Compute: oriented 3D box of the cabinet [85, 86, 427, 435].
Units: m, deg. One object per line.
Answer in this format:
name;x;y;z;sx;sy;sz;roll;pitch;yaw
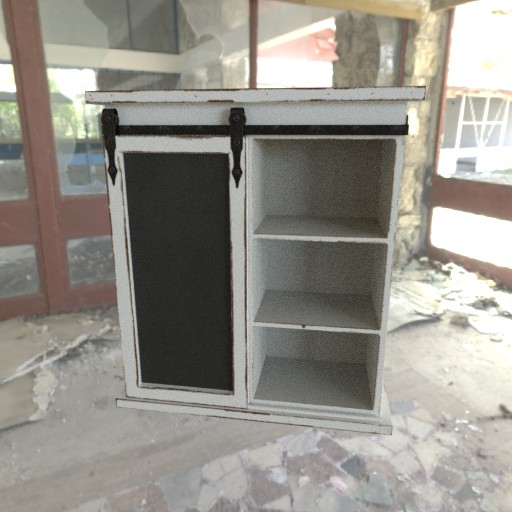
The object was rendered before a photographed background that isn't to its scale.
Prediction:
cabinet;0.000;0.000;0.873;0.541;0.603;0.210;3;16;9
